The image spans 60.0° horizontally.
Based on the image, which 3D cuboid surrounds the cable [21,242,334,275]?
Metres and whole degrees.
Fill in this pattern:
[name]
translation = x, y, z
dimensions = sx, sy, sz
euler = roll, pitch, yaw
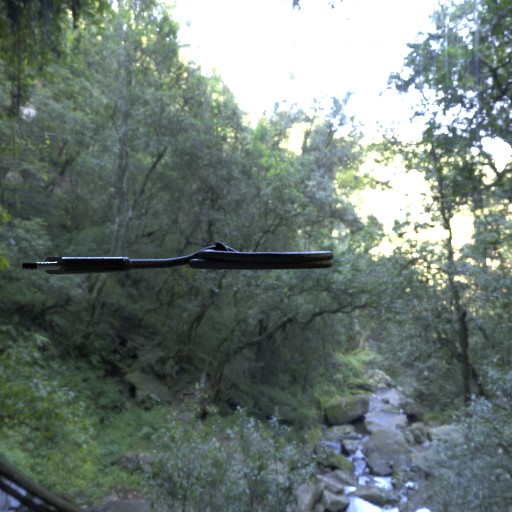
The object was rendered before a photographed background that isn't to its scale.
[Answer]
[cable]
translation = 0.000, 0.000, 0.210
dimensions = 0.070, 0.014, 0.186
euler = 0, 0, 36
